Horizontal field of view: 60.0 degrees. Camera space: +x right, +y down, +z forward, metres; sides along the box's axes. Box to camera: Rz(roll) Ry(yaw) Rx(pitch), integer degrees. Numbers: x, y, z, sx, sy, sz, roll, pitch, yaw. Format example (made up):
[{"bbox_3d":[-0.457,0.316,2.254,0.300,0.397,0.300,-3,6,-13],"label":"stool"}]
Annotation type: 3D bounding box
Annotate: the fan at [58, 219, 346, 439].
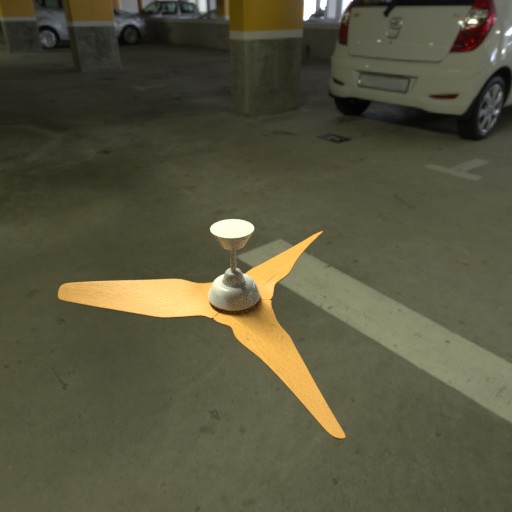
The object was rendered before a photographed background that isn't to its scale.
[{"bbox_3d":[0.000,0.000,1.652,1.142,0.355,1.010,18,34,29],"label":"fan"}]
